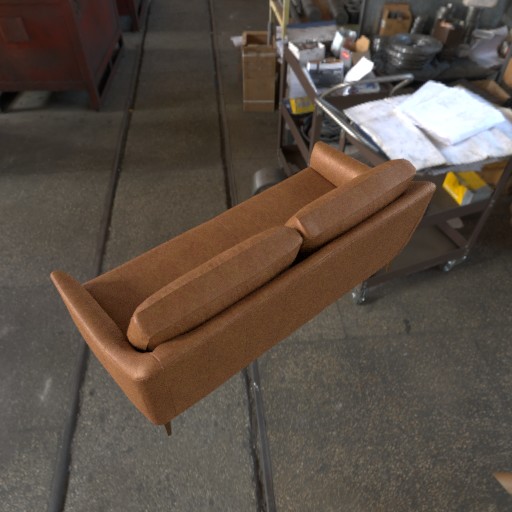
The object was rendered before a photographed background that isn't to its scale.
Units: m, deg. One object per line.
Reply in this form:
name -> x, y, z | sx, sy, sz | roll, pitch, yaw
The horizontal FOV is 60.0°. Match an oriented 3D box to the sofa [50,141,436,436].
sofa -> 0.000, 0.000, 2.597 | 2.036, 0.945, 0.981 | -31, 54, -26
